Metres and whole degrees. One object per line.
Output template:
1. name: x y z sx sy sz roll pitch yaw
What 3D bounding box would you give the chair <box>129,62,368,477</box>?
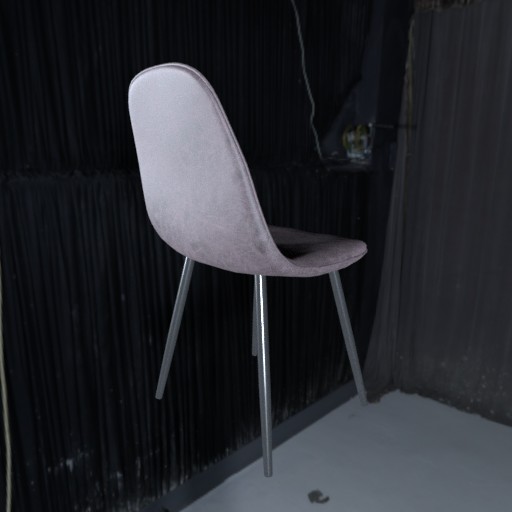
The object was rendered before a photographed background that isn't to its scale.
1. chair: 0.000 0.000 1.185 0.561 0.889 0.472 -13 19 -43
